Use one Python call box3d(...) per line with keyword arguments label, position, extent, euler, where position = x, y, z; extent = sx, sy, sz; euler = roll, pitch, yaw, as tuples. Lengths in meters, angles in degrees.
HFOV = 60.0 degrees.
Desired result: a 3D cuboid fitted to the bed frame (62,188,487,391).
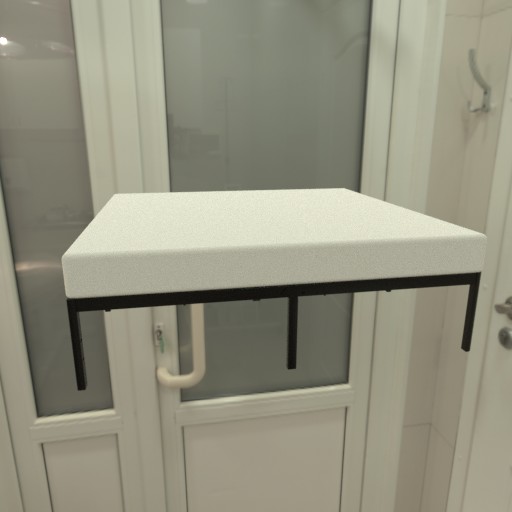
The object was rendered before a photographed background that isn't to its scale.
box3d(label="bed frame", position=(0.000, 0.000, 3.084), extent=(2.079, 0.659, 1.963), euler=(-3, 16, -10))
